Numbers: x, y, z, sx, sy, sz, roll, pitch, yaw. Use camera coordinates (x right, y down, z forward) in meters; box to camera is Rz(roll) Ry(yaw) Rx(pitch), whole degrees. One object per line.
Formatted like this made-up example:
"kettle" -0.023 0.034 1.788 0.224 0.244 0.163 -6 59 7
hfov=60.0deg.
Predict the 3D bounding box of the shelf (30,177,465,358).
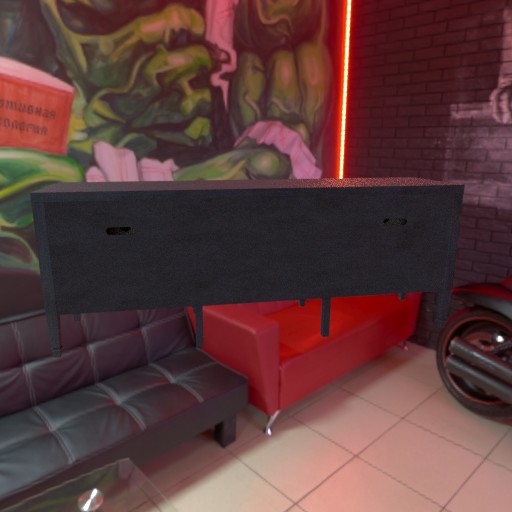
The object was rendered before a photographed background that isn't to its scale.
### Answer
"shelf" 0.000 0.000 2.205 1.878 0.715 0.471 -3 15 -10
